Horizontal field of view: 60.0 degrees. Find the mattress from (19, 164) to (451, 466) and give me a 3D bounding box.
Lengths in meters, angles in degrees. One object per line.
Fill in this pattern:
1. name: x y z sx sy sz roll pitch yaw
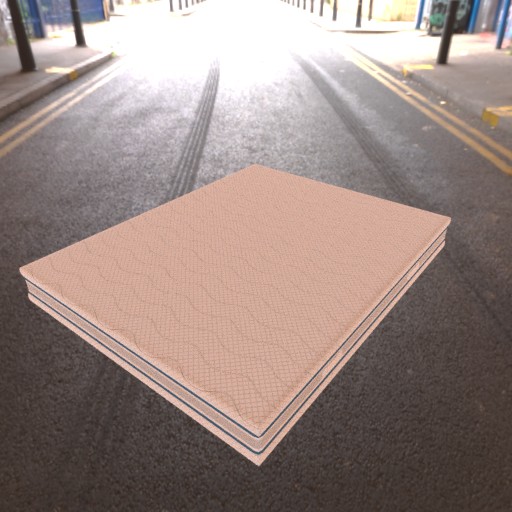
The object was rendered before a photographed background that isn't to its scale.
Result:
1. mattress: 0.000 0.000 2.628 1.600 0.230 2.000 22 38 32
